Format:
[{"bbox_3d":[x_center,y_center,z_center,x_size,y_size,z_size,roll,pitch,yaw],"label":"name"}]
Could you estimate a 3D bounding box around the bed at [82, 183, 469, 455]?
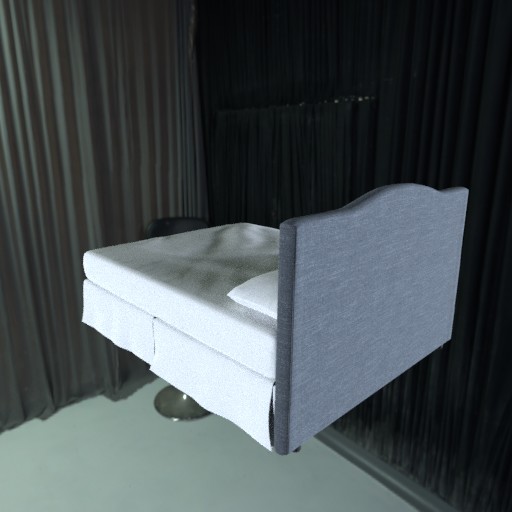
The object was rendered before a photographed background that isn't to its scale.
[{"bbox_3d":[0.000,0.000,3.879,2.161,1.457,2.689,-14,21,-42],"label":"bed"}]
